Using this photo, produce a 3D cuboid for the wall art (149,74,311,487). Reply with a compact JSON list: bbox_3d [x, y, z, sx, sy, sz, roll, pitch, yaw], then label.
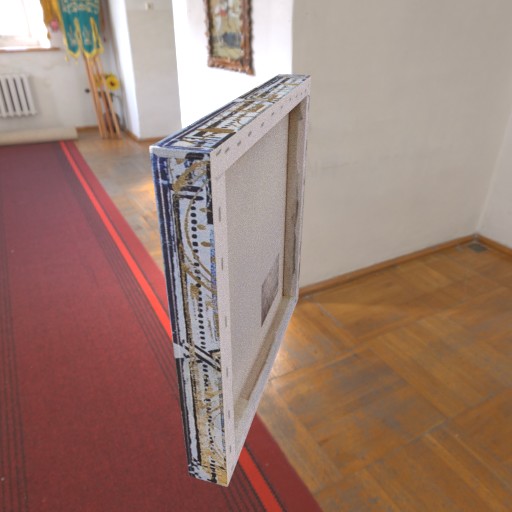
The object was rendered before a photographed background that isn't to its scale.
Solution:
[{"bbox_3d":[0.000,0.000,0.451,0.038,0.306,0.302,9,31,14],"label":"wall art"}]
